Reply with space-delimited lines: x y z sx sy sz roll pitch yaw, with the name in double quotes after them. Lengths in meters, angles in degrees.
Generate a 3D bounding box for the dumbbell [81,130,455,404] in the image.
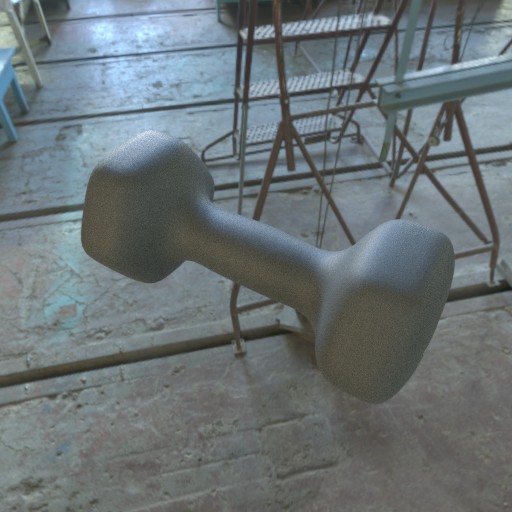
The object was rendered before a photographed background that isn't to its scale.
0.000 0.000 0.230 0.184 0.081 0.090 24 51 21 "dumbbell"
